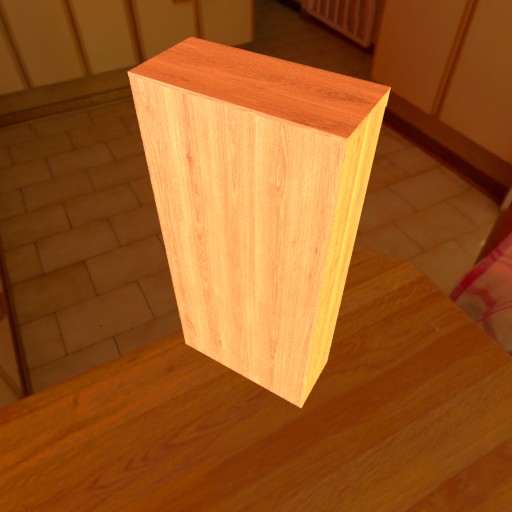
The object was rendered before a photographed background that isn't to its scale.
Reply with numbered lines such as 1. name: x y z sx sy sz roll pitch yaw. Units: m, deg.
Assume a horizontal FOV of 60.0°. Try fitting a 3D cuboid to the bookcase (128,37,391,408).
1. bookcase: 0.000 0.000 2.468 0.950 2.020 0.420 24 51 21
